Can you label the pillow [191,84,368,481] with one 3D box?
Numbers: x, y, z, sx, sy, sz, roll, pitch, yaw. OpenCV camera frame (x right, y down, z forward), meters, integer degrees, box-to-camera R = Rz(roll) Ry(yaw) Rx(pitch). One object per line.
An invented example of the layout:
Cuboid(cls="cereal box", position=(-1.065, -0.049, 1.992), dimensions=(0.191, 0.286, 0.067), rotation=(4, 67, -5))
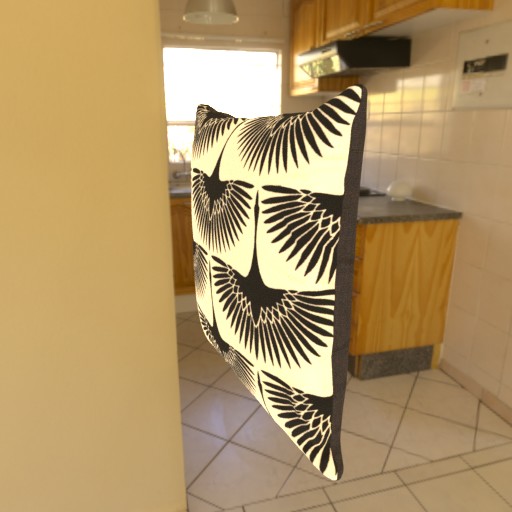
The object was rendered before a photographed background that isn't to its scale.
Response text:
Cuboid(cls="pillow", position=(0.000, 0.000, 0.638), dimensions=(0.139, 0.432, 0.432), rotation=(-8, 18, -25))
